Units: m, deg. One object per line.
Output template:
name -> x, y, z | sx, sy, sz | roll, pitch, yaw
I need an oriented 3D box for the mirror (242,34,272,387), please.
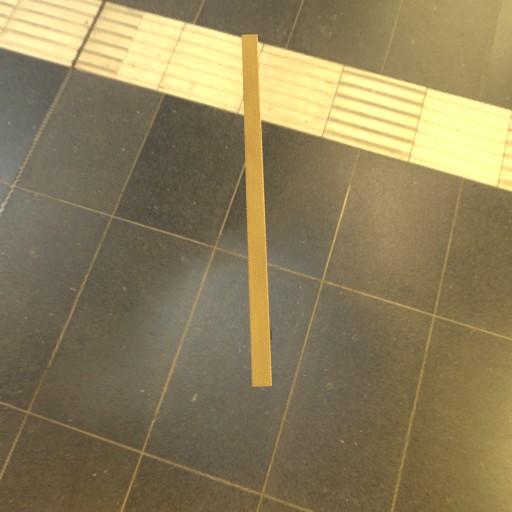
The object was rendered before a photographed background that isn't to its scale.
mirror -> 0.000, 0.000, 1.392 | 0.040, 1.016, 0.762 | -2, 75, 0
